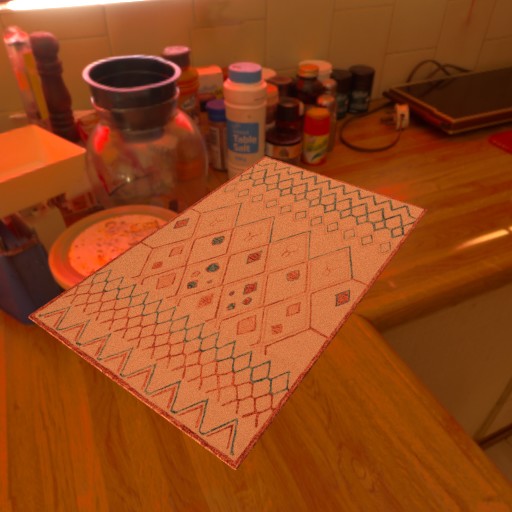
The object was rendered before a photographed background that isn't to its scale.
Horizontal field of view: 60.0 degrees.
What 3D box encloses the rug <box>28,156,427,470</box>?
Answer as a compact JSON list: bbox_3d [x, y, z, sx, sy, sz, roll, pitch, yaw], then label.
[{"bbox_3d":[0.000,0.000,3.002,1.524,0.015,2.438,25,46,26],"label":"rug"}]
